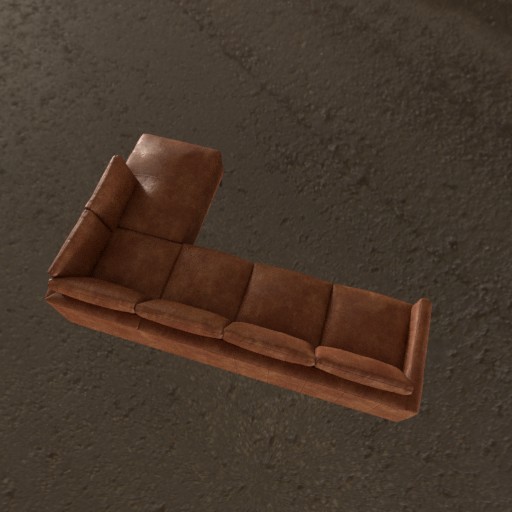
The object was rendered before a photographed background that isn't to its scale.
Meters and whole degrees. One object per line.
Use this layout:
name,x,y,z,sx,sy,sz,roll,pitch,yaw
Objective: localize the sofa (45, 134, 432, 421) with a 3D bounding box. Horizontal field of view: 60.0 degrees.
sofa,0.000,0.000,3.901,2.984,0.877,1.938,15,64,8
